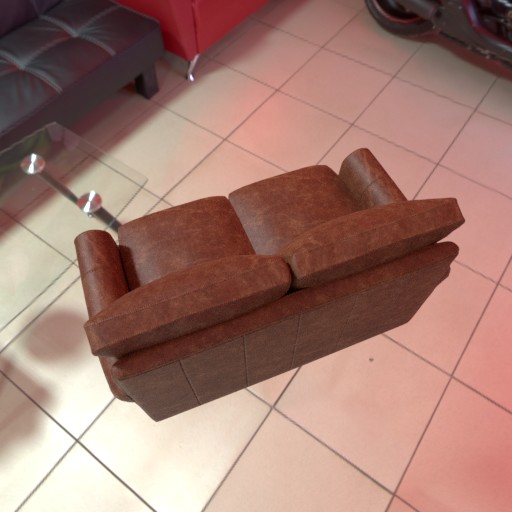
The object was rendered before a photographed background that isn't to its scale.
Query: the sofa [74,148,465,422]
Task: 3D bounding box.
[{"bbox_3d":[0.000,0.000,2.180,1.616,0.967,0.990,-19,60,-11],"label":"sofa"}]
